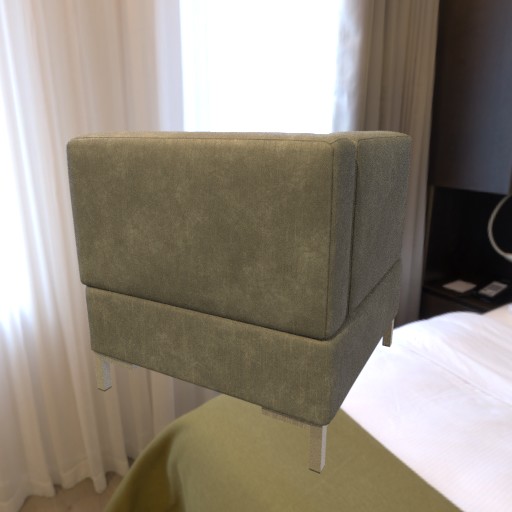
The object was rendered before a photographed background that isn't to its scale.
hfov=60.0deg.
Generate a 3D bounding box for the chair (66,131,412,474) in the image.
[{"bbox_3d":[0.000,0.000,1.215,0.680,0.660,0.680,9,18,28],"label":"chair"}]
